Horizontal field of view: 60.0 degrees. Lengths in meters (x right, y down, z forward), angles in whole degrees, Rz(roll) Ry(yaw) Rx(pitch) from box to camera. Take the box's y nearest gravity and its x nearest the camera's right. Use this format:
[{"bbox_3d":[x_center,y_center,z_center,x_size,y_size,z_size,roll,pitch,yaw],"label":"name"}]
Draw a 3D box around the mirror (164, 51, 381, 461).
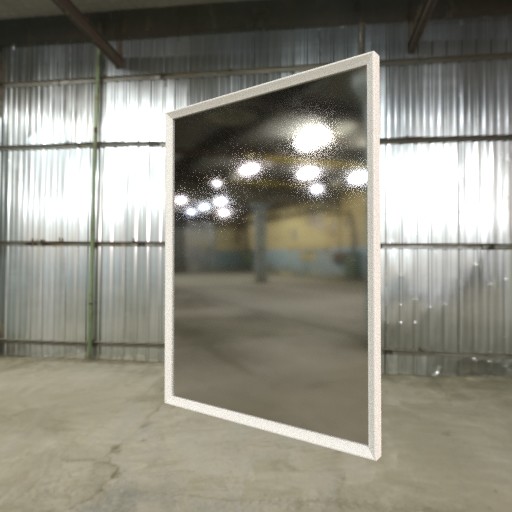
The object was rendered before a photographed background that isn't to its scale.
[{"bbox_3d":[0.000,0.000,1.339,0.762,1.016,0.041,-1,-1,36],"label":"mirror"}]
